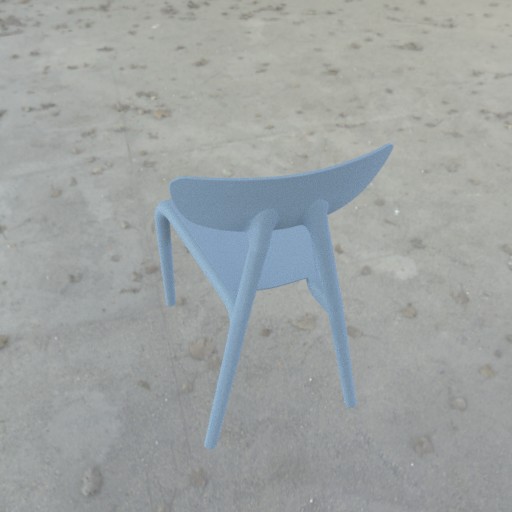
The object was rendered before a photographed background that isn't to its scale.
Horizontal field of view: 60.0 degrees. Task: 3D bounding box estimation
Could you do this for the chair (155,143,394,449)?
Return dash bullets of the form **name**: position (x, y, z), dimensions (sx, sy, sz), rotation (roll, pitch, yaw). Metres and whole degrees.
- **chair**: position (0.000, 0.000, 0.821), dimensions (0.356, 0.580, 0.401), rotation (-12, 45, -12)
